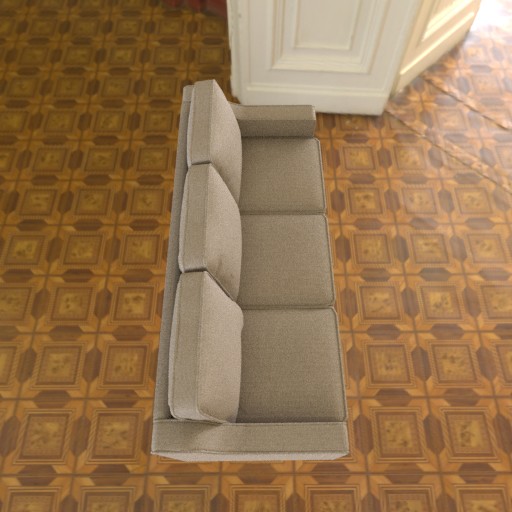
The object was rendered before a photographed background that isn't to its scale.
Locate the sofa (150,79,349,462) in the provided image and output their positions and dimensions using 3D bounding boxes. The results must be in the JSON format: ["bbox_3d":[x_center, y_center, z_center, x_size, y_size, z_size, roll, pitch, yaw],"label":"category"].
[{"bbox_3d":[0.000,0.000,2.567,0.899,0.950,2.129,-1,62,0],"label":"sofa"}]
